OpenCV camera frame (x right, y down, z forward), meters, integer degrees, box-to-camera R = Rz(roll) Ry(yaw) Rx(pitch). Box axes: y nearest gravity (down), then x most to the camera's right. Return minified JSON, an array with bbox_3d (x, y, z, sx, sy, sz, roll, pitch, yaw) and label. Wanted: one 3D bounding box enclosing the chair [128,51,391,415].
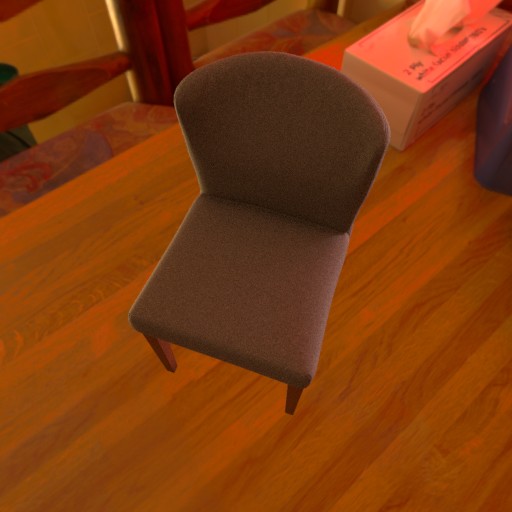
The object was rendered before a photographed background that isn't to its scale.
[{"bbox_3d":[0.000,0.000,1.204,0.491,0.839,0.592,16,59,10],"label":"chair"}]
